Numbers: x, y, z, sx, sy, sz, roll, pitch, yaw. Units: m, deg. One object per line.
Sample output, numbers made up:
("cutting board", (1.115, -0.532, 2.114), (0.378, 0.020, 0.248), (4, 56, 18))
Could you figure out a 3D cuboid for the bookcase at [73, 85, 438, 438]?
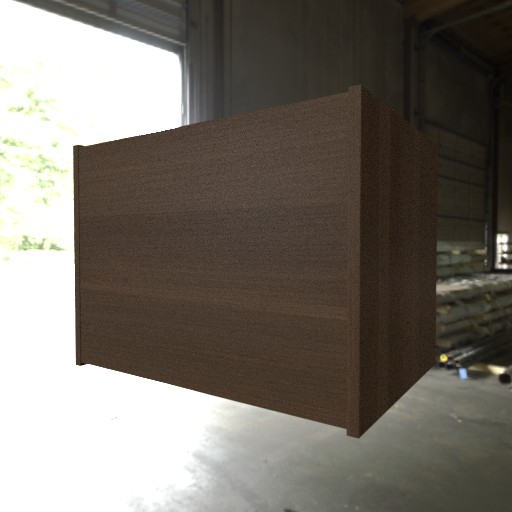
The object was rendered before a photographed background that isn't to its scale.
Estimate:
("bookcase", (0.000, 0.000, 0.618), (0.415, 0.305, 0.290), (1, 2, 34))
